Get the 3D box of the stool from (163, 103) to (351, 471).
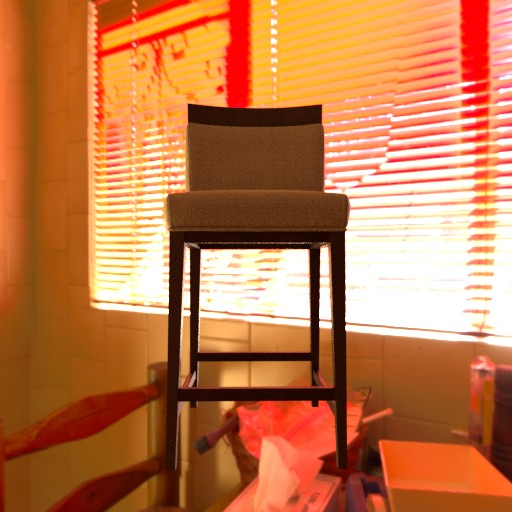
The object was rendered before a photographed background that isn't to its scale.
[{"bbox_3d":[0.000,0.000,1.283,0.463,1.011,0.480,0,0,-1],"label":"stool"}]
